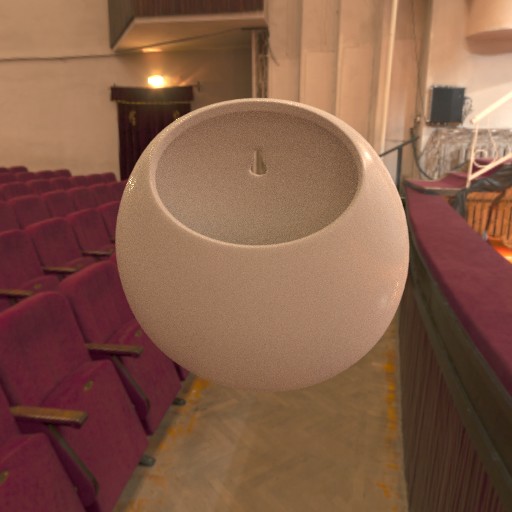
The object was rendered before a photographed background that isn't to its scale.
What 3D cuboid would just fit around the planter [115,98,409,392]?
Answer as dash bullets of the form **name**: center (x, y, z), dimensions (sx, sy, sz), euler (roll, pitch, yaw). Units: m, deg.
- **planter**: center (0.000, 0.000, 0.278), dimensions (0.185, 0.188, 0.043), euler (2, 14, 8)
